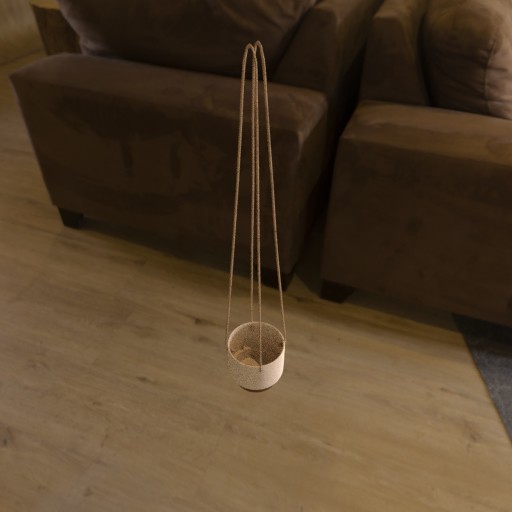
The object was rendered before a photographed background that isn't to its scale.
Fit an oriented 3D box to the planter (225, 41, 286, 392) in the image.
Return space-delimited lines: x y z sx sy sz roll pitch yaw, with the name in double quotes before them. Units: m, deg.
"planter" 0.000 0.000 0.935 0.146 0.841 0.146 26 46 27
